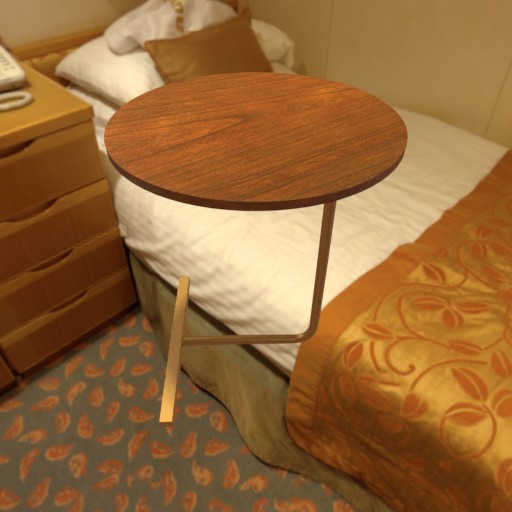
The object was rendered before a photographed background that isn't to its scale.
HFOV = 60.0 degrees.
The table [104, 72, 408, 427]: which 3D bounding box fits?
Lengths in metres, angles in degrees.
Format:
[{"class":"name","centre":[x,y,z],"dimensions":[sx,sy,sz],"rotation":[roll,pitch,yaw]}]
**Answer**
[{"class":"table","centre":[0.000,0.000,1.102],"dimensions":[0.577,0.706,0.530],"rotation":[-1,42,-1]}]
